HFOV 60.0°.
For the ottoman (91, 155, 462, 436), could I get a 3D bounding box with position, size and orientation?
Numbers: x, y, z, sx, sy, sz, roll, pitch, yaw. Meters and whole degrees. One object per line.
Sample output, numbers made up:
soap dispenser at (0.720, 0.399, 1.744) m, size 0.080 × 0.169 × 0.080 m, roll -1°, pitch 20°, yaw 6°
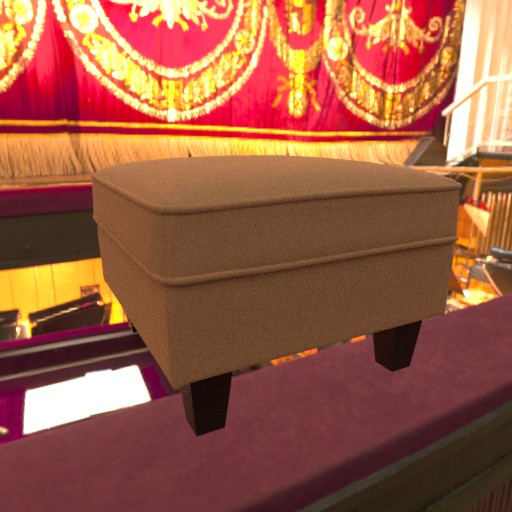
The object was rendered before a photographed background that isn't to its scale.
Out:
ottoman at (0.000, 0.000, 1.004) m, size 0.616 × 0.438 × 0.613 m, roll -8°, pitch 18°, yaw -27°
